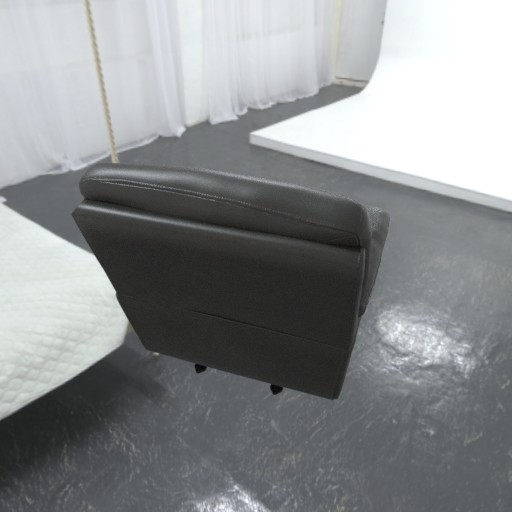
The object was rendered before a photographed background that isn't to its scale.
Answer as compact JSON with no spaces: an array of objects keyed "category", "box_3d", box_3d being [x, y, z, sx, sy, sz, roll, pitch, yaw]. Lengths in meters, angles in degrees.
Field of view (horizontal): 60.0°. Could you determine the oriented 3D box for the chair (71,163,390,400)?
[{"category":"chair","box_3d":[0.000,0.000,2.021,1.096,1.109,1.087,11,34,16]}]
